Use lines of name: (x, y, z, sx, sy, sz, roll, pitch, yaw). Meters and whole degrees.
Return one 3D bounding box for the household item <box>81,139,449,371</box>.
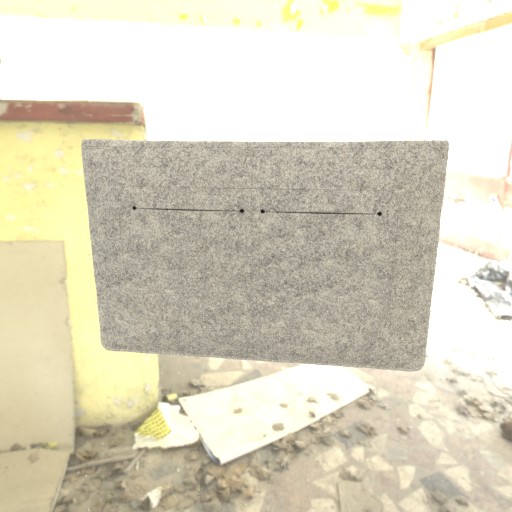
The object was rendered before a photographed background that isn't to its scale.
household item: (0.000, 0.000, 0.433, 0.335, 0.221, 0.057, 2, 16, 8)
